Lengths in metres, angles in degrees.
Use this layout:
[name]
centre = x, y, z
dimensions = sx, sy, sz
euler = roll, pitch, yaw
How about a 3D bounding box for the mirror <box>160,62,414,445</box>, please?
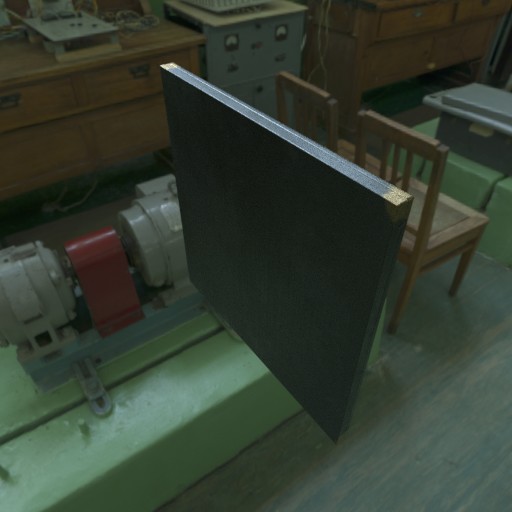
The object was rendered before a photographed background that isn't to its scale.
[mirror]
centre = 0.000, 0.000, 0.574
dimensions = 0.020, 0.381, 0.382
euler = -26, 48, -26
